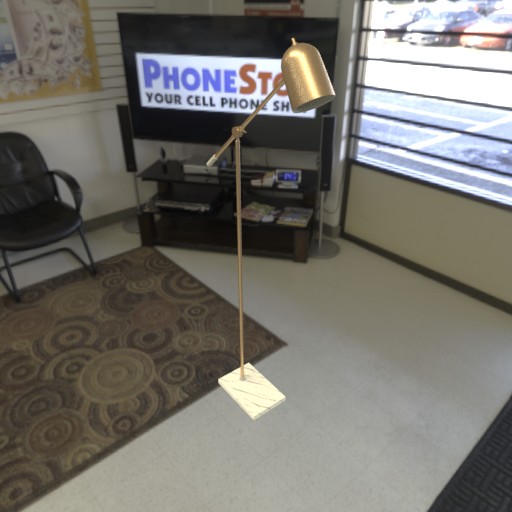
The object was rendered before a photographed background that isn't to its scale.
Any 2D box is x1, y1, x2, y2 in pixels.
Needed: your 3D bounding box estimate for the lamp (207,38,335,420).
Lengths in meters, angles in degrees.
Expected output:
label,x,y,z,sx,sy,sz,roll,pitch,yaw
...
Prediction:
label,x,y,z,sx,sy,sz,roll,pitch,yaw
lamp,0.000,0.000,1.780,0.194,1.594,0.653,-21,36,-32
